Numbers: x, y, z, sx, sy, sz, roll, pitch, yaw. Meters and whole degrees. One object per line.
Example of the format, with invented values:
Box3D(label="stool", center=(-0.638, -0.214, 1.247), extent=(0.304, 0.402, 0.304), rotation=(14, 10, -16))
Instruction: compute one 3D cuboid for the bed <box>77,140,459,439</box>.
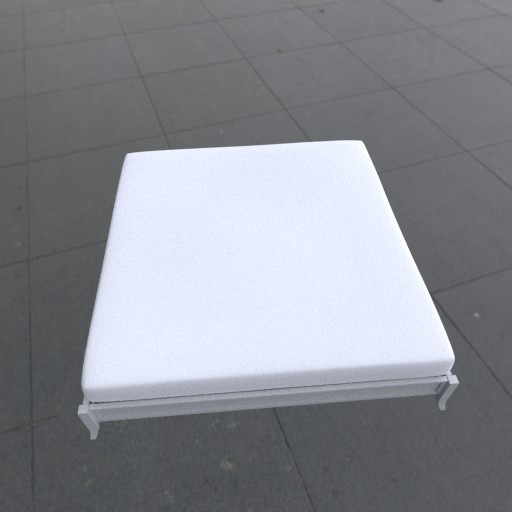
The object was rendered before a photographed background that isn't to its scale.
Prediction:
Box3D(label="bed", center=(0.000, 0.000, 3.012), extent=(2.007, 0.510, 2.108), rotation=(-4, 48, -3))
